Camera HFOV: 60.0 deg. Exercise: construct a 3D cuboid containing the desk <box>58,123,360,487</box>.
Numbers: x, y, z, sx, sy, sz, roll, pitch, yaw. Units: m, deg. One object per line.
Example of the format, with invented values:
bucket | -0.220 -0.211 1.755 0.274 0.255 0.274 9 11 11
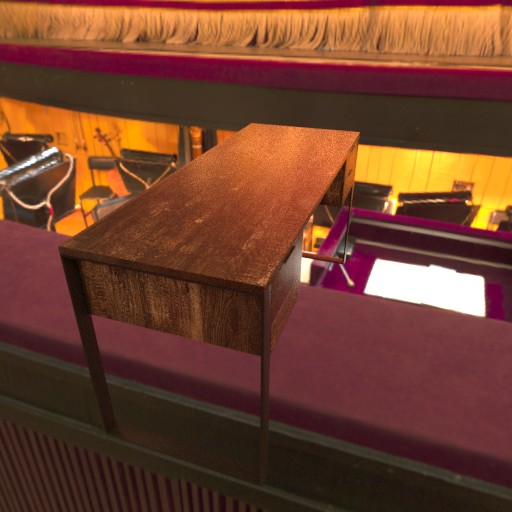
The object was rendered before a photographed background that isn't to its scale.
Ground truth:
desk | 0.000 0.000 1.930 0.599 0.762 1.524 10 31 17
